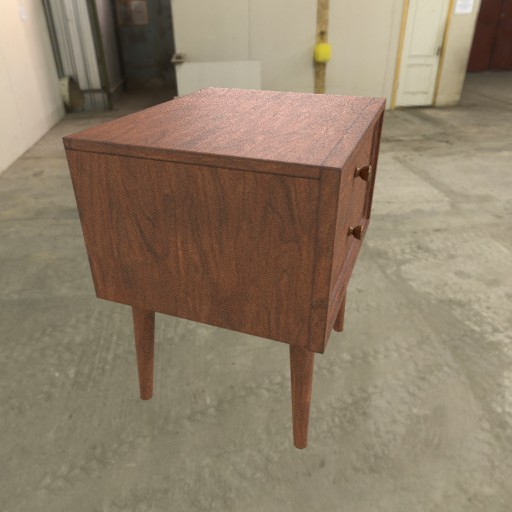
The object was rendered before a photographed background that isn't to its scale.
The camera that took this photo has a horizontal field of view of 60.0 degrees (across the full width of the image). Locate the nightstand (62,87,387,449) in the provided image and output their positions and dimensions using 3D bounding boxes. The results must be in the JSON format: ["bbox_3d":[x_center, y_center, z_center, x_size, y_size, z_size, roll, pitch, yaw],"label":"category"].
[{"bbox_3d":[0.000,0.000,0.976,0.445,0.607,0.521,10,31,18],"label":"nightstand"}]
